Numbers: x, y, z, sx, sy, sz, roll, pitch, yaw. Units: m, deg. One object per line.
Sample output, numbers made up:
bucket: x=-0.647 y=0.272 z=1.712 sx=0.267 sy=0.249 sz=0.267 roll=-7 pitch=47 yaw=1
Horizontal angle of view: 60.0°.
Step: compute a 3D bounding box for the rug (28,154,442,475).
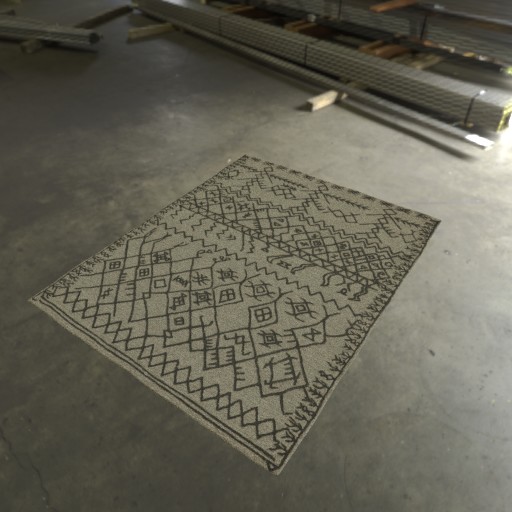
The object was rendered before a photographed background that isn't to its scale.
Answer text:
rug: x=0.000 y=0.000 z=3.230 sx=1.964 sy=0.025 sz=2.455 roll=25 pitch=47 yaw=26
